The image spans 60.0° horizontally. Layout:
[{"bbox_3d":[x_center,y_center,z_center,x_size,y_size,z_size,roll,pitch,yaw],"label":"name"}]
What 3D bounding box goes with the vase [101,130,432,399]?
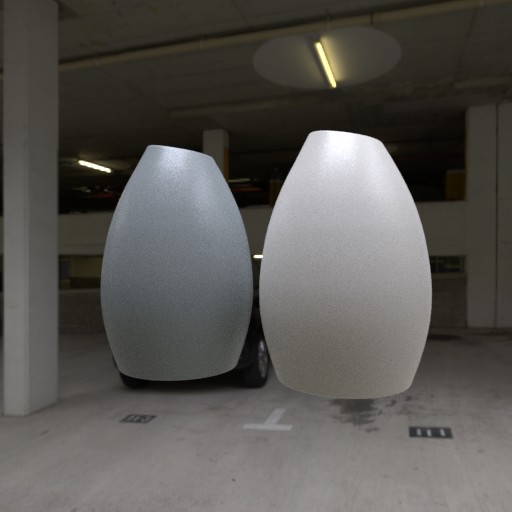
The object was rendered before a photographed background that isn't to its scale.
[{"bbox_3d":[0.000,0.000,0.253,0.187,0.131,0.089,0,0,18],"label":"vase"}]
